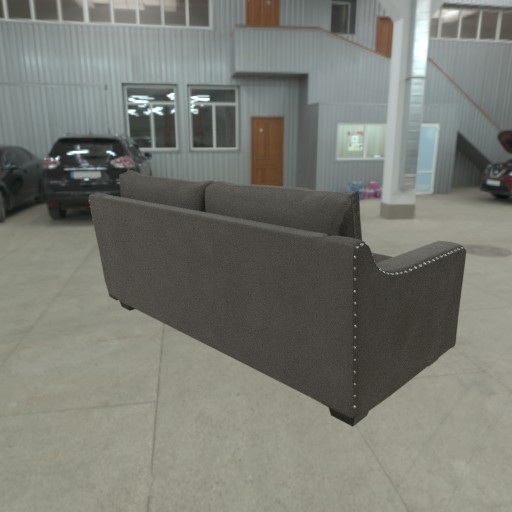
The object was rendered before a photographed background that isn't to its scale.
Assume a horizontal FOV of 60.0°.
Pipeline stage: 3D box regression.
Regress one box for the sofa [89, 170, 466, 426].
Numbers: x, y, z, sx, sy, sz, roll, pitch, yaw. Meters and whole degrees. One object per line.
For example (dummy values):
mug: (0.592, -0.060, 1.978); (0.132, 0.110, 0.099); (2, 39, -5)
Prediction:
sofa: (0.000, 0.000, 3.289); (1.336, 1.196, 2.550); (-14, 20, -43)
